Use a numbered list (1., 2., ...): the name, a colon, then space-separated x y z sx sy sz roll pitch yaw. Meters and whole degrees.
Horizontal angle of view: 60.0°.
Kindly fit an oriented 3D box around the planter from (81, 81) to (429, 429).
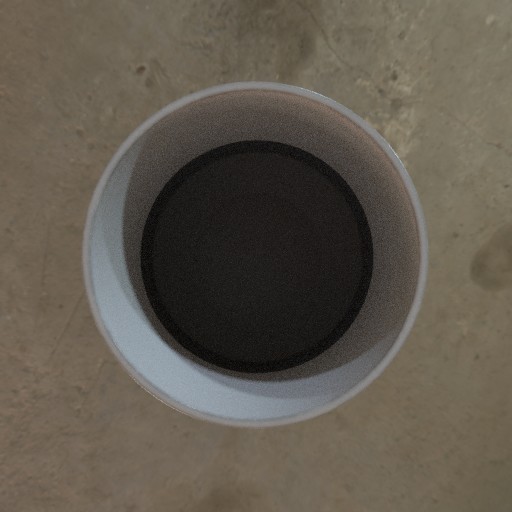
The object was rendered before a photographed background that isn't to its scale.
1. planter: 0.000 0.000 0.216 0.128 0.105 0.128 0 89 1
